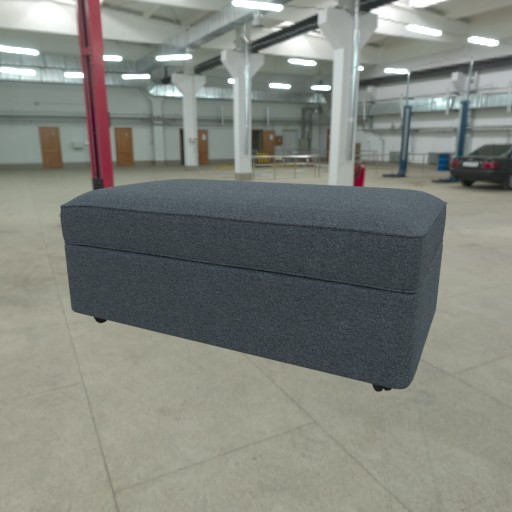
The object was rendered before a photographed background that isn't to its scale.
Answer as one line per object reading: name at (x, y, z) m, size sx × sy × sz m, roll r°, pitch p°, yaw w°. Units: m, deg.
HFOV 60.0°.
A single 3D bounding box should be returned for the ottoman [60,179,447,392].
ottoman at (0.000, 0.000, 1.563) m, size 1.173 × 0.494 × 0.681 m, roll 7°, pitch 16°, yaw 26°
